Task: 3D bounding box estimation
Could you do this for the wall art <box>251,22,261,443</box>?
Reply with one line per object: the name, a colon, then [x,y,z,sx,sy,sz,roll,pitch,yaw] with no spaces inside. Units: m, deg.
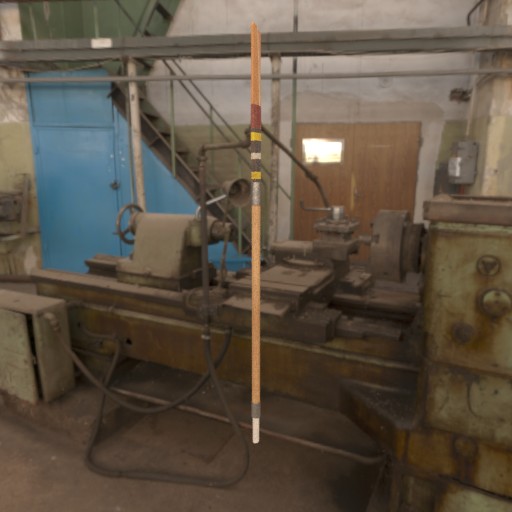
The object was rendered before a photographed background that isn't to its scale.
wall art: [0.000,0.000,1.645,0.038,1.556,0.146,2,13,9]
